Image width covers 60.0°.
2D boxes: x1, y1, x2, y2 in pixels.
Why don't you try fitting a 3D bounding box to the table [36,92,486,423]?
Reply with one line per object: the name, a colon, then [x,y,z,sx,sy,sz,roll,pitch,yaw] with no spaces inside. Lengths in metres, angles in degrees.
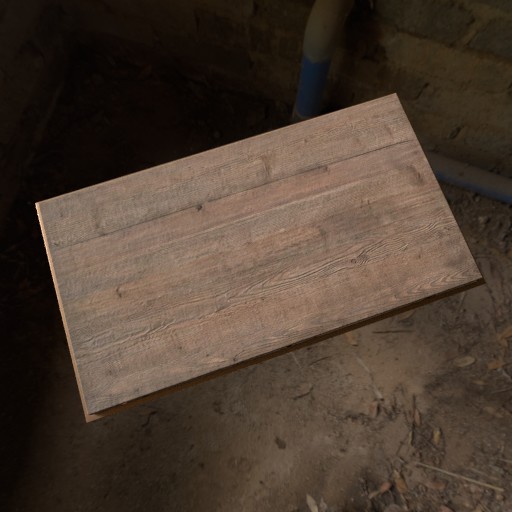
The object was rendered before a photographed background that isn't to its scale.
table: [0.000,0.000,1.727,1.387,0.468,0.775,-18,77,-4]
